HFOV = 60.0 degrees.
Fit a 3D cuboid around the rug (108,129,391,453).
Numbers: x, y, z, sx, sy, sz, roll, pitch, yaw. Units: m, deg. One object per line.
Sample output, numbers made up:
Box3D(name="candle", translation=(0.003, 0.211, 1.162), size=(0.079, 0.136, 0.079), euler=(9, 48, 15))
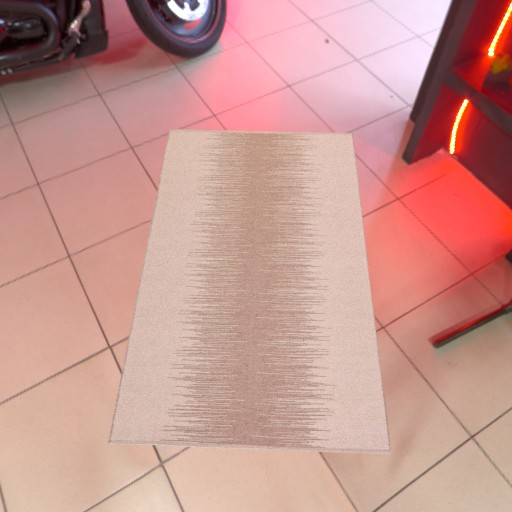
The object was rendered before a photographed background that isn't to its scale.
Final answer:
Box3D(name="rug", translation=(0.000, 0.000, 3.020), size=(1.522, 0.012, 2.440), euler=(2, 58, 1))
